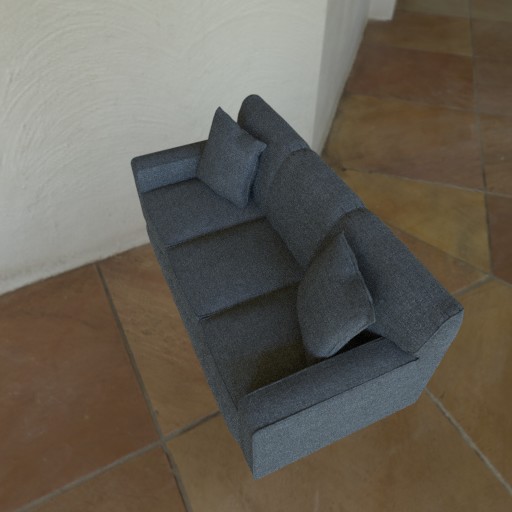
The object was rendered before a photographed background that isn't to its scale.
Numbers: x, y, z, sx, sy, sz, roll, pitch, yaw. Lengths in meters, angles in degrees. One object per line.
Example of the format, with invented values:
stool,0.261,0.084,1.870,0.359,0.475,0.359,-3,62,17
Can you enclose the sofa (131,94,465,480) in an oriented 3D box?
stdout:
sofa,0.000,0.000,2.553,0.997,0.958,2.024,-18,49,-16
